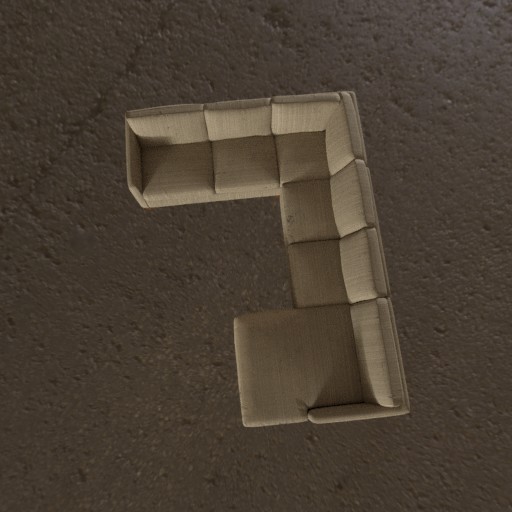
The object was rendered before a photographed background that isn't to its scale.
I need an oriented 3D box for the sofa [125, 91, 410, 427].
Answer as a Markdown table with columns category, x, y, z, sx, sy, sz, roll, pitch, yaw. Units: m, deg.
| category | x | y | z | sx | sy | sz | roll | pitch | yaw |
| --- | --- | --- | --- | --- | --- | --- | --- | --- | --- |
| sofa | 0.000 | 0.000 | 4.747 | 2.594 | 0.961 | 3.460 | -6 | 76 | -1 |
